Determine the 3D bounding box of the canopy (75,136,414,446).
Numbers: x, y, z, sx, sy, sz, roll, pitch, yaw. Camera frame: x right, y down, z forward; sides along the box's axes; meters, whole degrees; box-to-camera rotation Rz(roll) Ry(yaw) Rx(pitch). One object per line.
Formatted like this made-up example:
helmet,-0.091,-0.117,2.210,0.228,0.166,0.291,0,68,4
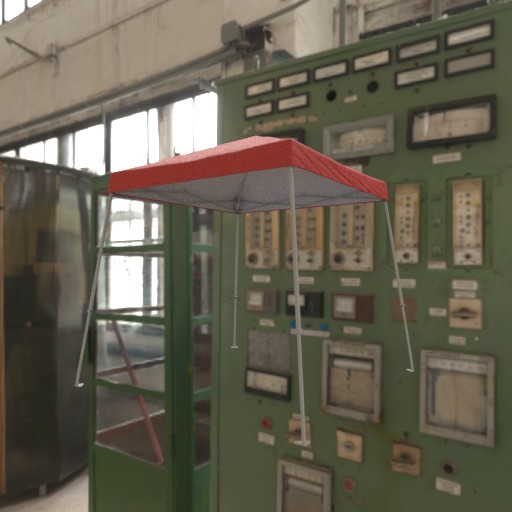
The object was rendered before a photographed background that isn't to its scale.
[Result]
canopy,0.000,0.000,6.603,3.599,3.600,3.600,-1,-2,35
